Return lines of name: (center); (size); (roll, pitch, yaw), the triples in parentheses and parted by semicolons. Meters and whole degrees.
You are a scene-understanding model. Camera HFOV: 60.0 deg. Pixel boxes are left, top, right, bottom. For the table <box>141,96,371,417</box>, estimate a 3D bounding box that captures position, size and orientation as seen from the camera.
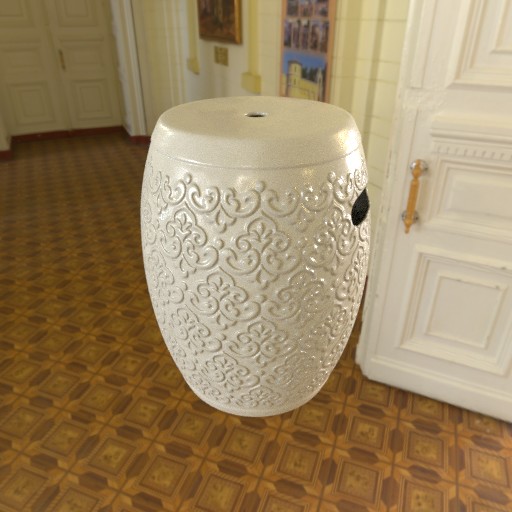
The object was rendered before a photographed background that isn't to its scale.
table: (0.000, 0.000, 0.630); (0.309, 0.397, 0.309); (0, 30, 0)
